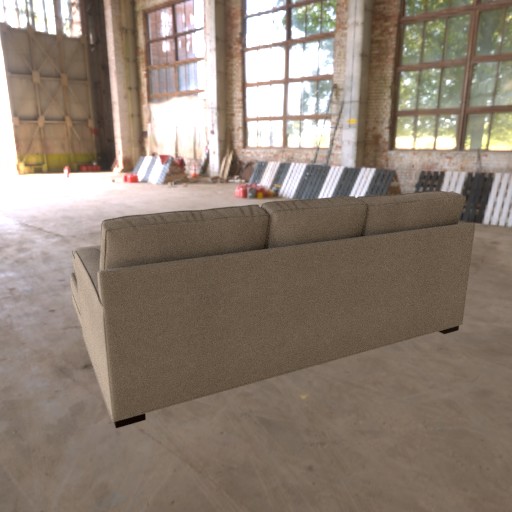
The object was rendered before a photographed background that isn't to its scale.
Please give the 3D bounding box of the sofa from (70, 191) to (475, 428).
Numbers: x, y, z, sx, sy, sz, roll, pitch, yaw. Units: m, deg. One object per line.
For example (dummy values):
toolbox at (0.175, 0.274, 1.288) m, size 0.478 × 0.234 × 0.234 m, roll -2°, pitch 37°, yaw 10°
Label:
sofa at (0.000, 0.000, 2.781) m, size 2.087 × 0.861 × 1.496 m, roll -8°, pitch 17°, yaw -27°
